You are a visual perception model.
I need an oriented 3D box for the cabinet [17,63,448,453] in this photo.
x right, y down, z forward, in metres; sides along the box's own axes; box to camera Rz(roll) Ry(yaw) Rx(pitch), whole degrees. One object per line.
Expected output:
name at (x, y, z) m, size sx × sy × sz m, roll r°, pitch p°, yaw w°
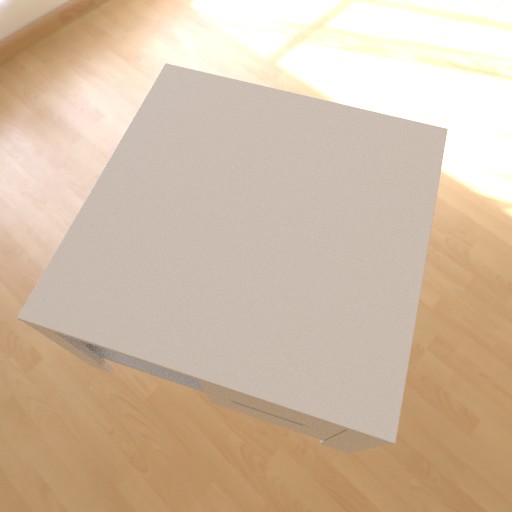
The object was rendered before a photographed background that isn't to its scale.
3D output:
cabinet at (0.000, 0.000, 1.251) m, size 0.800 × 0.460 × 0.800 m, roll 16°, pitch 65°, yaw 8°
